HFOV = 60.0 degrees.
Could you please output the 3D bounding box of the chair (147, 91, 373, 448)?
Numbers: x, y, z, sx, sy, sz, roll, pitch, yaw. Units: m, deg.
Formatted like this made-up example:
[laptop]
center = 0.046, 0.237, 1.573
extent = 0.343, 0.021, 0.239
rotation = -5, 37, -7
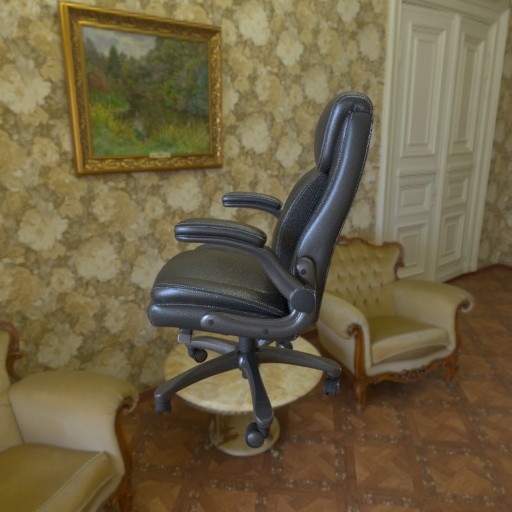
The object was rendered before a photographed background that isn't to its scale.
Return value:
[chair]
center = 0.000, 0.000, 1.628
extent = 0.724, 1.110, 0.782
rotation = 2, 15, 7
